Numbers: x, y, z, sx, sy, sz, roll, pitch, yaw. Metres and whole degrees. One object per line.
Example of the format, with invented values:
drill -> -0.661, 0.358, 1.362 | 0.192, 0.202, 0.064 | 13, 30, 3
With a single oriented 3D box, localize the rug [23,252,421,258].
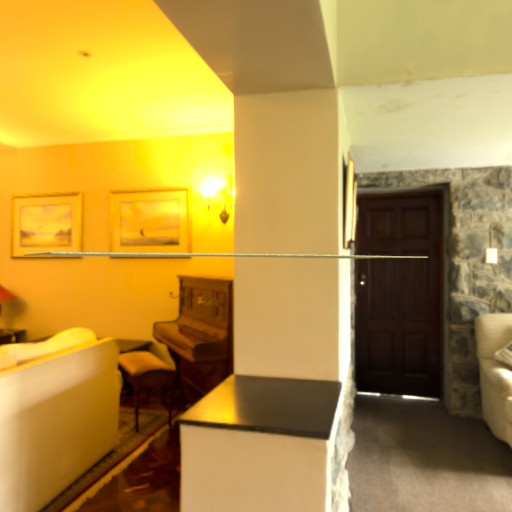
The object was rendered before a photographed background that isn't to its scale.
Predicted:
rug -> 0.000, 0.000, 2.573 | 2.340, 0.013, 0.686 | 1, -1, -35
